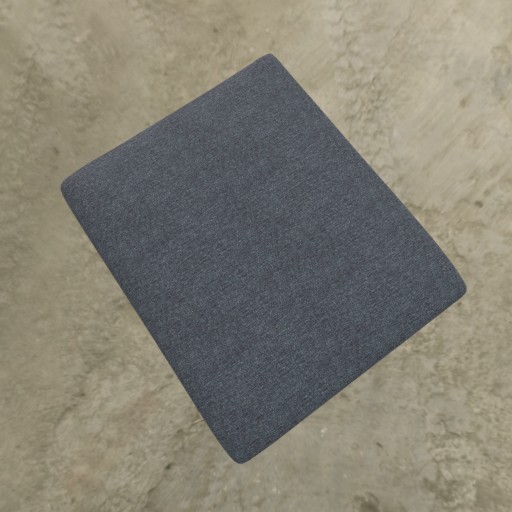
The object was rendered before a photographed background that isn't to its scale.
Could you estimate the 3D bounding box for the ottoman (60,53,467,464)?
[{"bbox_3d":[0.000,0.000,1.288,0.695,0.533,0.831,-35,78,-9],"label":"ottoman"}]
